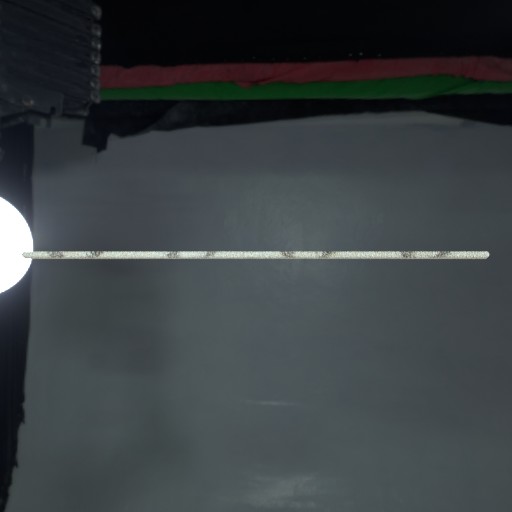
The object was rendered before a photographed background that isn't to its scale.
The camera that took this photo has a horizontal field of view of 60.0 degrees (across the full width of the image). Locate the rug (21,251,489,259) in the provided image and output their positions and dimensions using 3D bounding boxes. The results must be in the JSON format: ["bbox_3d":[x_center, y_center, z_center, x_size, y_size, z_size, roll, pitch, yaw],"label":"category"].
[{"bbox_3d":[0.000,0.000,2.103,1.600,0.025,1.200,0,0,1],"label":"rug"}]
